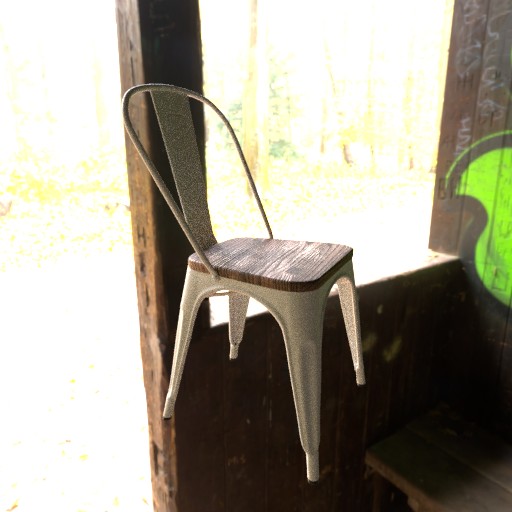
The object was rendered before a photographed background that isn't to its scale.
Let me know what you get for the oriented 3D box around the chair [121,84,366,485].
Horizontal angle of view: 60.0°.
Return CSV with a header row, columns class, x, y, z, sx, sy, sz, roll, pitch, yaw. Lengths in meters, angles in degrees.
class,x,y,z,sx,sy,sz,roll,pitch,yaw
chair,0.000,0.000,1.146,0.521,0.851,0.452,8,17,26
